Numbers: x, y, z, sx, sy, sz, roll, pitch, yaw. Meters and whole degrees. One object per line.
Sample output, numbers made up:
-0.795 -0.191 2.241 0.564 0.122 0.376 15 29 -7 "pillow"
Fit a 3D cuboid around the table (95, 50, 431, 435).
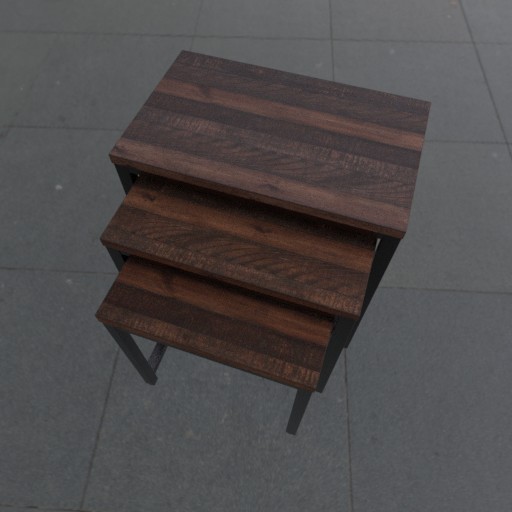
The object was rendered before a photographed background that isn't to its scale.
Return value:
0.000 0.000 1.140 0.608 0.616 0.660 16 59 10 "table"
